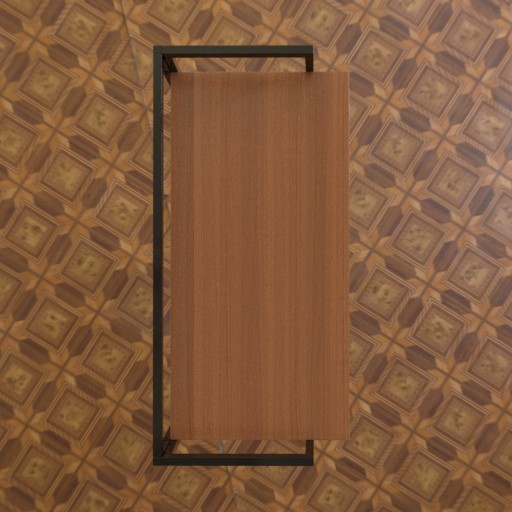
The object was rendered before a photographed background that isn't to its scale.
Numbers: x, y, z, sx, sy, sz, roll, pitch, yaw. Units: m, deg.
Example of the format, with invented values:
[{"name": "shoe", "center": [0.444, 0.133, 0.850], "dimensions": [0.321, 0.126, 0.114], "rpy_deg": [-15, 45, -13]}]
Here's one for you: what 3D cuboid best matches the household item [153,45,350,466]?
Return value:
[{"name": "household item", "center": [0.000, 0.000, 1.530], "dimensions": [0.510, 0.860, 1.050], "rpy_deg": [0, 90, 0]}]
